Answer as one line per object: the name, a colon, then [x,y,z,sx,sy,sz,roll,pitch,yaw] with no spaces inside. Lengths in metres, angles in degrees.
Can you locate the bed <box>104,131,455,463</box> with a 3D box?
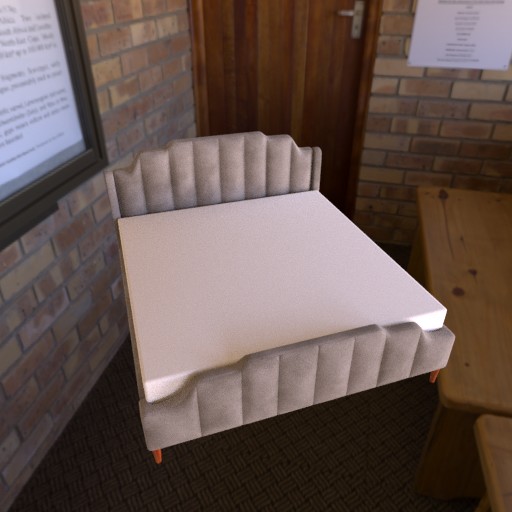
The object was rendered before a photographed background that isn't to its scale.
bed: [0.000,0.000,3.499,2.074,1.245,2.340,-10,34,-16]
